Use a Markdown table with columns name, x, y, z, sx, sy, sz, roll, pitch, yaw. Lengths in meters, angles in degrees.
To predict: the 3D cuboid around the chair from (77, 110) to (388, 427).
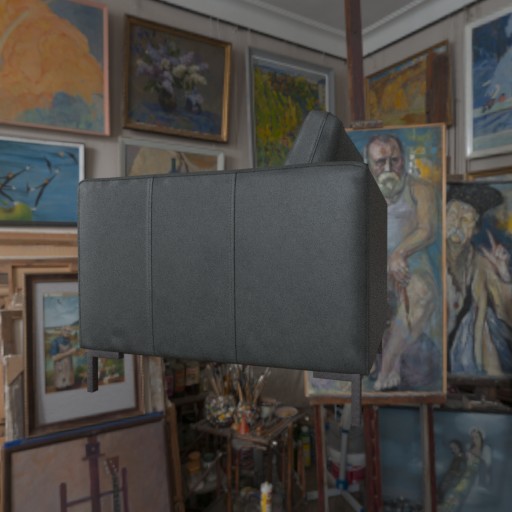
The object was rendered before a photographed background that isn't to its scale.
| name | x | y | z | sx | sy | sz | roll | pitch | yaw |
| --- | --- | --- | --- | --- | --- | --- | --- | --- | --- |
| chair | 0.000 | 0.000 | 1.540 | 0.861 | 0.824 | 0.967 | 0 | 1 | 19 |
